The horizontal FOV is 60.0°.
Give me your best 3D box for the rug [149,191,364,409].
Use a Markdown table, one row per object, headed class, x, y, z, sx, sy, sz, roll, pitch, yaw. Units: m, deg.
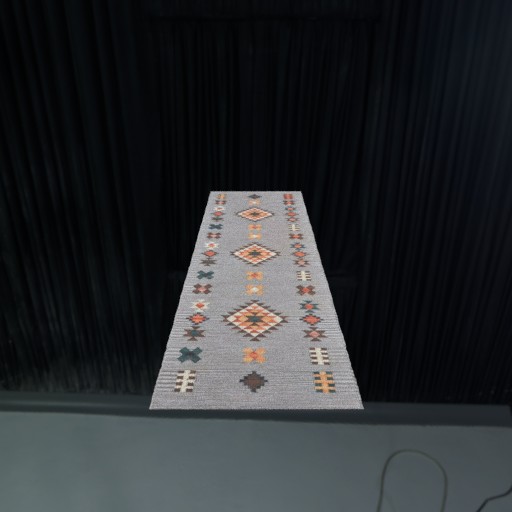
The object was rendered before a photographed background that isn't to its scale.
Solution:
| class | x | y | z | sx | sy | sz | roll | pitch | yaw |
| --- | --- | --- | --- | --- | --- | --- | --- | --- | --- |
| rug | 0.000 | 0.000 | 2.662 | 0.766 | 0.008 | 2.432 | 0 | 26 | 0 |
